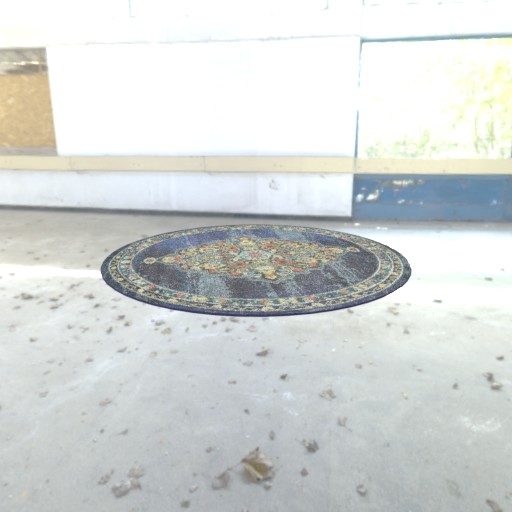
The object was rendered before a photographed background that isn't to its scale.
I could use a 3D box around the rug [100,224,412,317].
[{"bbox_3d":[0.000,0.000,3.585,2.386,0.014,2.386,0,16,0],"label":"rug"}]
